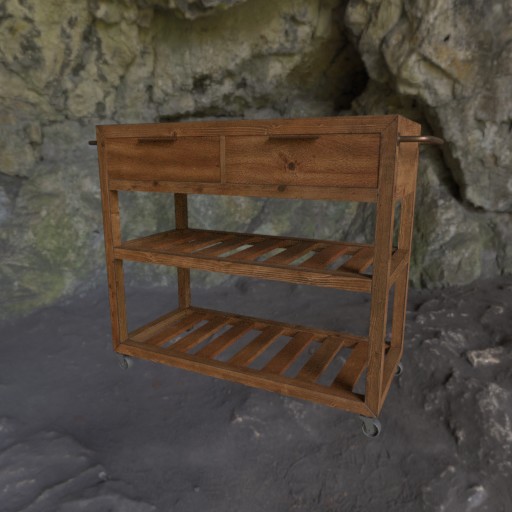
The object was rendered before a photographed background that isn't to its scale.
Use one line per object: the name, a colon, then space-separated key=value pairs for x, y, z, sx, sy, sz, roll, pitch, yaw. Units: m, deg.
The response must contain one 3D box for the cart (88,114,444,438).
cart: x=0.000 y=0.000 z=1.459 sx=1.065 sy=0.830 sz=0.445 roll=6 pitch=15 yaw=26
